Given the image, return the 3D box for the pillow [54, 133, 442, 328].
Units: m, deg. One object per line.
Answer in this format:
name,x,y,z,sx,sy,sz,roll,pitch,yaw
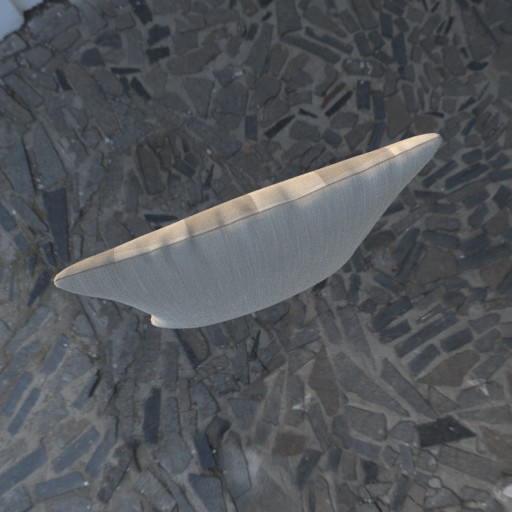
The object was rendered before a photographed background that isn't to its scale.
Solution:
pillow,0.000,0.000,0.785,0.511,0.509,0.161,-21,77,-5
